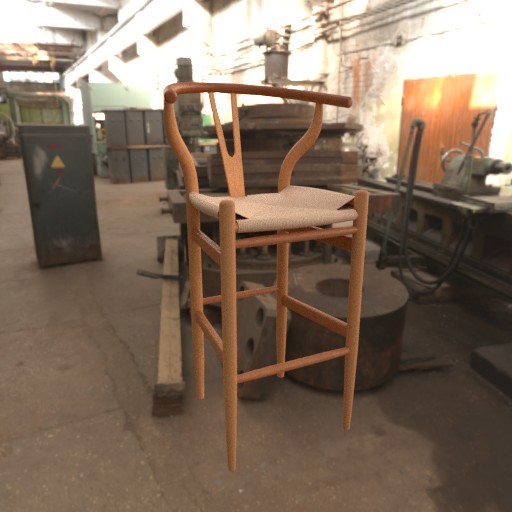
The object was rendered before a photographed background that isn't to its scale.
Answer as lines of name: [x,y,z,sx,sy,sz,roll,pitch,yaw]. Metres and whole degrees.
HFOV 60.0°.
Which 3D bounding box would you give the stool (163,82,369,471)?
stool: [0.000,0.000,1.400,0.574,1.068,0.561,-8,18,-25]
